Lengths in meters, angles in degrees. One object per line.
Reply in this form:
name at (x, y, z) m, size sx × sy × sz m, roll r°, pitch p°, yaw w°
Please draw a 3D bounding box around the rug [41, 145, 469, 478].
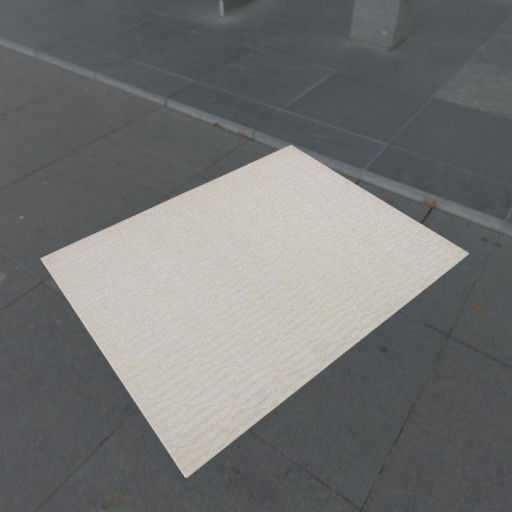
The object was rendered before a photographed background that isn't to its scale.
rug at (0.000, 0.000, 4.017) m, size 3.055 × 0.021 × 2.410 m, roll -30°, pitch 52°, yaw -27°
